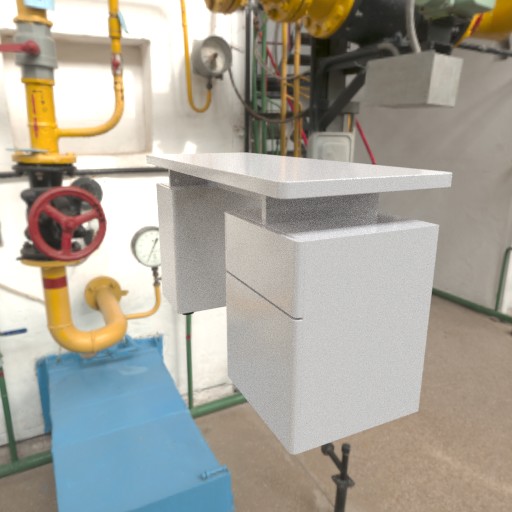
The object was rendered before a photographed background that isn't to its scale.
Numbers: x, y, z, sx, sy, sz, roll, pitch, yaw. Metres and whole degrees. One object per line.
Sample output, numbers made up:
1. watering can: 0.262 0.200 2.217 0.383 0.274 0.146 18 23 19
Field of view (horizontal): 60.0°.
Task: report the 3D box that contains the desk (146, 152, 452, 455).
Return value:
1. desk: 0.000 0.000 1.814 0.550 0.762 1.400 -7 17 -25
